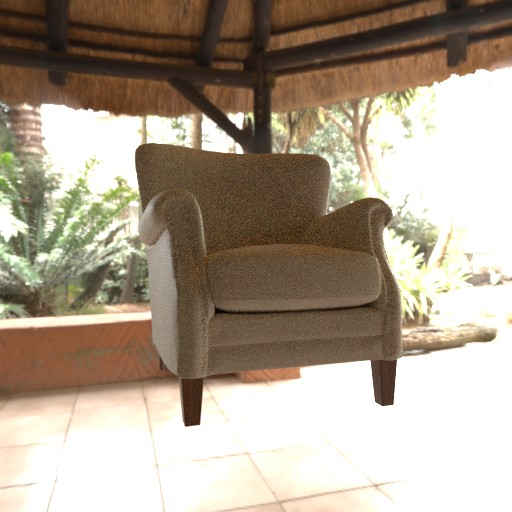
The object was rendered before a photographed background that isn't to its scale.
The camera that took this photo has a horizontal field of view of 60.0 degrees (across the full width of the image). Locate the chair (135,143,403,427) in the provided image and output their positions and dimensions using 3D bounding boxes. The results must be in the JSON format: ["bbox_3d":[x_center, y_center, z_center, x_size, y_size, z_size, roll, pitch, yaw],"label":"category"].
[{"bbox_3d":[0.000,0.000,1.672,0.861,0.936,0.921,0,1,-18],"label":"chair"}]
